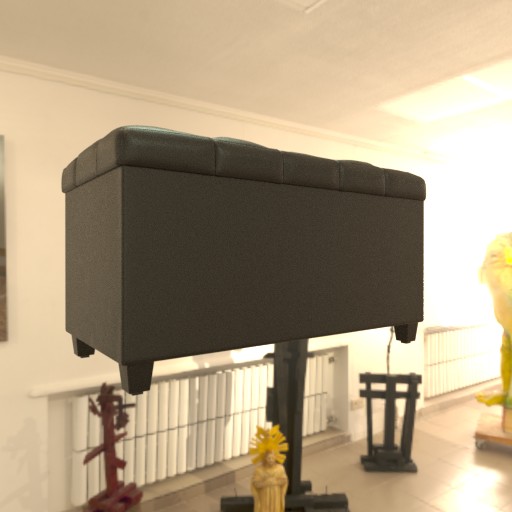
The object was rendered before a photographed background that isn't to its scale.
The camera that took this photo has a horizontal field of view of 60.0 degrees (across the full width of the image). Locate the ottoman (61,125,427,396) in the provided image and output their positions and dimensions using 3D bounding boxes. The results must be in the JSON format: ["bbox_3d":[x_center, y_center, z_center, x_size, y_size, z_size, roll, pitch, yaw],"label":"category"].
[{"bbox_3d":[0.000,0.000,1.114,0.838,0.470,0.432,0,0,-36],"label":"ottoman"}]
